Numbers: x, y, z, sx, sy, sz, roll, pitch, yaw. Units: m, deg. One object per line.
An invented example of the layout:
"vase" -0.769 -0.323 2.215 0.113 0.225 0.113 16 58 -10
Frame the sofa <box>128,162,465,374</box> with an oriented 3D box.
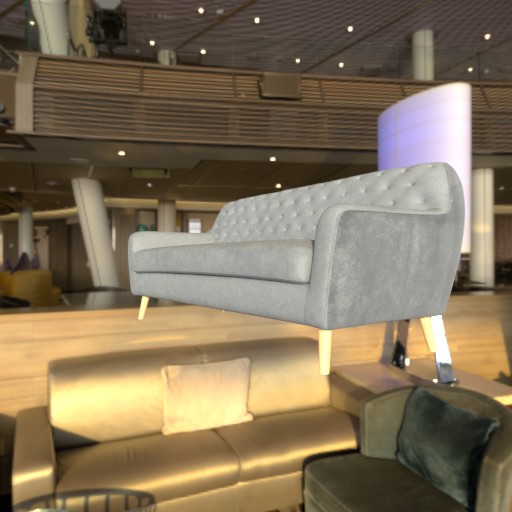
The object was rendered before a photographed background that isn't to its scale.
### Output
"sofa" 0.000 0.000 2.442 0.841 0.832 1.975 0 -1 -35
